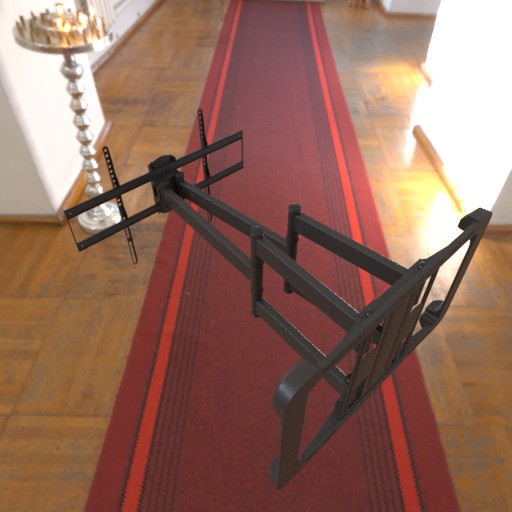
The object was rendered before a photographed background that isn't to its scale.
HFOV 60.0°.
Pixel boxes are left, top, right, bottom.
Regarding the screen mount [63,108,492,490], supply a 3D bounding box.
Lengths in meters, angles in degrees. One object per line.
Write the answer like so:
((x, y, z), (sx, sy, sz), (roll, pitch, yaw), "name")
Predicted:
((0.000, 0.000, 1.281), (0.725, 0.483, 0.905), (-33, 53, -30), "screen mount")
